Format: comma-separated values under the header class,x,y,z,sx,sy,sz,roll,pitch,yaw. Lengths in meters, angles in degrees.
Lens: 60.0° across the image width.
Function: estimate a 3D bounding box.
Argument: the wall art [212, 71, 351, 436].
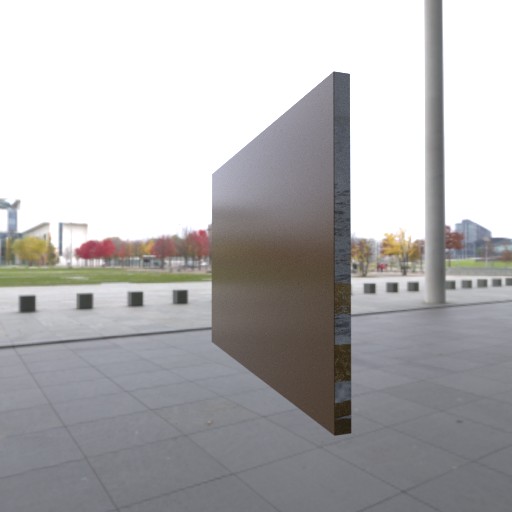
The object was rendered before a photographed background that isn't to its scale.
class,x,y,z,sx,sy,sz,roll,pitch,yaw
wall art,0.000,0.000,1.473,0.041,0.762,1.145,0,-1,-18
